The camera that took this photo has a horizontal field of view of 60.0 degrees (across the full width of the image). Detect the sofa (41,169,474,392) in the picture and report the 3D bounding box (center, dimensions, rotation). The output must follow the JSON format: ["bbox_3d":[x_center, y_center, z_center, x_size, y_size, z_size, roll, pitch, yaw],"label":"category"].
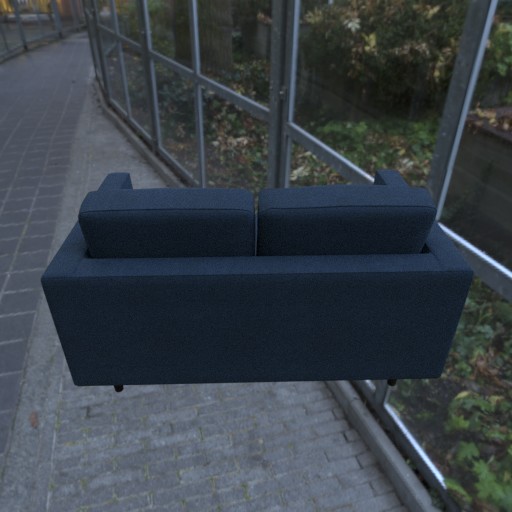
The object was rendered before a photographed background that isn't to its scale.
[{"bbox_3d":[0.000,0.000,2.085,1.518,0.930,0.999,-1,33,-1],"label":"sofa"}]
